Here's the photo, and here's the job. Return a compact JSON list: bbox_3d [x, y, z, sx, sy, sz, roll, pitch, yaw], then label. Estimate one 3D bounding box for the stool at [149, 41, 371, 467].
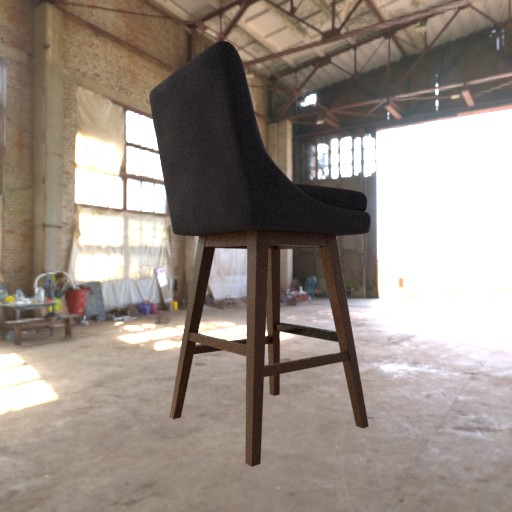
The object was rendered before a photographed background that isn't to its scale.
[{"bbox_3d":[0.000,0.000,1.409,0.572,1.068,0.489,1,-1,-37],"label":"stool"}]
